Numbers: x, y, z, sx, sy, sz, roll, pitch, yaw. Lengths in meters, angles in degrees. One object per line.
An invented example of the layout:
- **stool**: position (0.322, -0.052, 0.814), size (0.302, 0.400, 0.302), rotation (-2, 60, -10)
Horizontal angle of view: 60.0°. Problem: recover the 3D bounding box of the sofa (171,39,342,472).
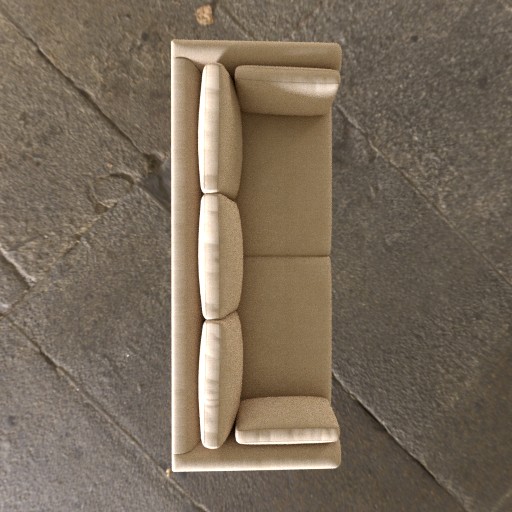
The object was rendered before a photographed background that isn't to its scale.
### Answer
- **sofa**: position (0.000, 0.000, 2.800), size (0.969, 0.867, 2.415), rotation (0, 90, -2)
